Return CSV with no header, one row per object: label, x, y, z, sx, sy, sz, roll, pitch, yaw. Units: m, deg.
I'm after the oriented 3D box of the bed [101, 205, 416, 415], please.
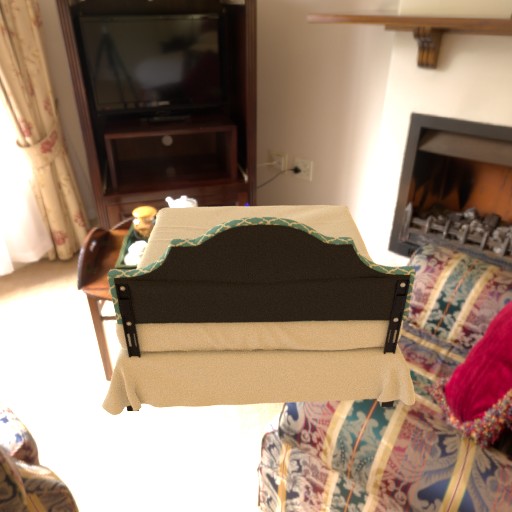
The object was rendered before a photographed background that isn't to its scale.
bed,0.000,0.000,3.853,2.314,1.601,2.222,-1,30,-1
